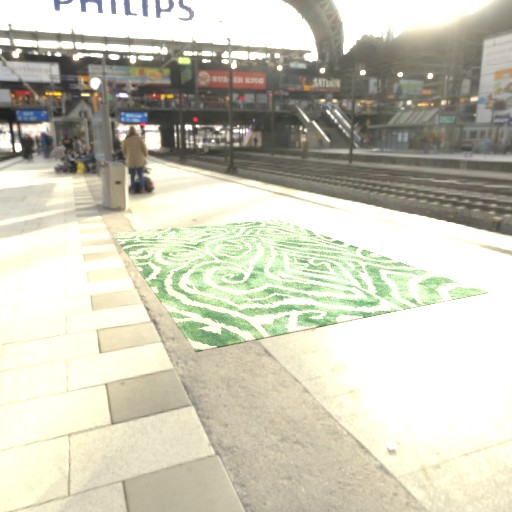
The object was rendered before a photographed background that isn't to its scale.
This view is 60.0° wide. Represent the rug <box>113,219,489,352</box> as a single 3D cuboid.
[{"bbox_3d":[0.000,0.000,2.330,1.220,0.006,1.826,-7,16,-24],"label":"rug"}]
